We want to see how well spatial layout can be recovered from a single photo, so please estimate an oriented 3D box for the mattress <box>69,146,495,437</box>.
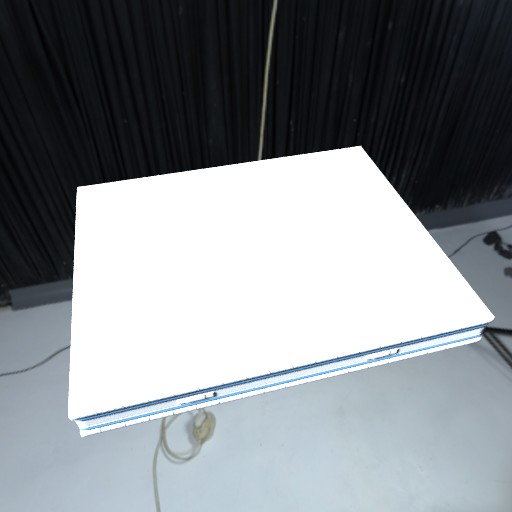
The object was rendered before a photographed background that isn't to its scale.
[{"bbox_3d":[0.000,0.000,2.600,2.000,0.230,1.600,-10,46,-10],"label":"mattress"}]
